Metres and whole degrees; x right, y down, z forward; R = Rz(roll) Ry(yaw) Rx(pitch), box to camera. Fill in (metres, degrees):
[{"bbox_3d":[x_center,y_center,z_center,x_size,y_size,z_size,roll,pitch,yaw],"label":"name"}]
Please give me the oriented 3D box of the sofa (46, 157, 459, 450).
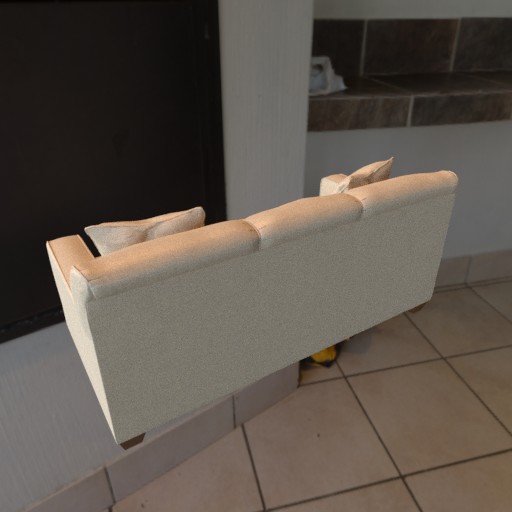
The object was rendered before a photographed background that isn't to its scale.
[{"bbox_3d":[0.000,0.000,2.486,2.024,0.958,0.997,-17,34,-28],"label":"sofa"}]
